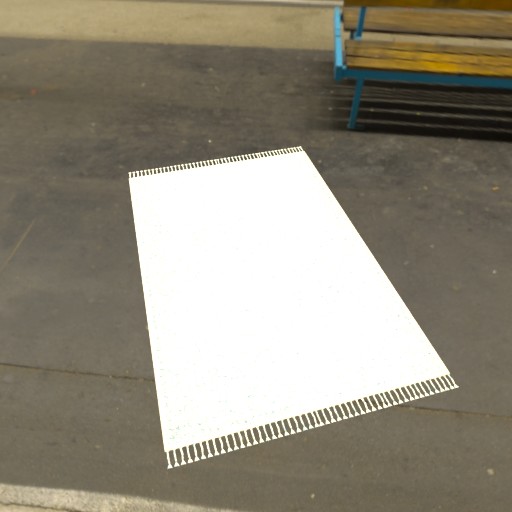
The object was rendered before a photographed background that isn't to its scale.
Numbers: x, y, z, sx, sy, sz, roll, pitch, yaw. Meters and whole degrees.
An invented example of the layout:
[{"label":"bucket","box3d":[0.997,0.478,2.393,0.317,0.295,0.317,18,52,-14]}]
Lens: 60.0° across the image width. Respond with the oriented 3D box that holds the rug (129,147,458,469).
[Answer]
[{"label":"rug","box3d":[0.000,0.000,3.001,1.524,0.010,2.438,-11,46,-11]}]
